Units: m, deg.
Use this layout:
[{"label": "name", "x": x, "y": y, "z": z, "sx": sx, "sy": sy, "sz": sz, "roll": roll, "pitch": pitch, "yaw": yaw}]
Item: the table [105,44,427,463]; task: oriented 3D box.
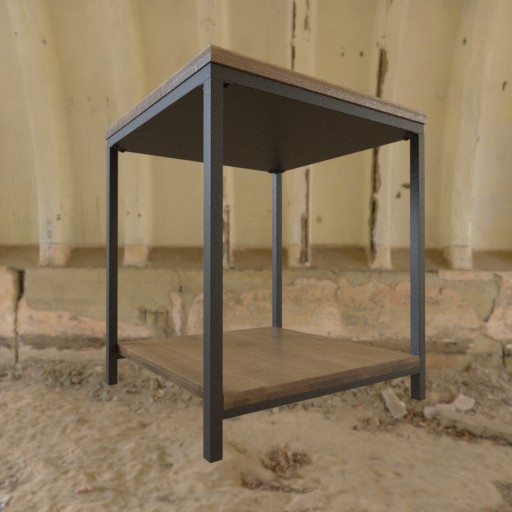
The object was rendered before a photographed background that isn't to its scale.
[{"label": "table", "x": 0.000, "y": 0.000, "z": 0.971, "sx": 0.507, "sy": 0.589, "sz": 0.503, "roll": 0, "pitch": -1, "yaw": -35}]
